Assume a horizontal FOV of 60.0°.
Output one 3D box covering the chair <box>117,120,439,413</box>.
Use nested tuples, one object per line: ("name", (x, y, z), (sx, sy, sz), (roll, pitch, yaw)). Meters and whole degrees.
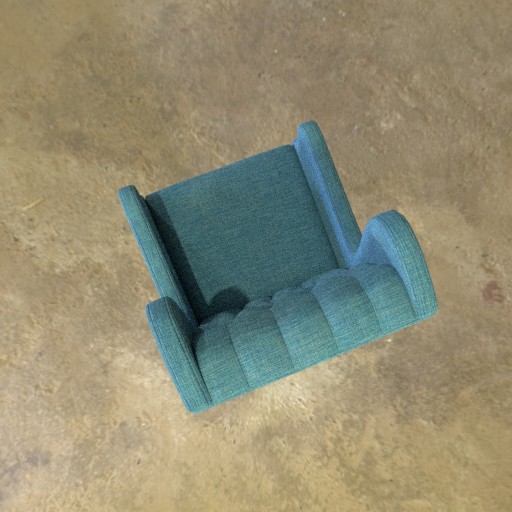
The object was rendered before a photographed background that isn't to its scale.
("chair", (0.000, 0.000, 1.507), (0.711, 0.952, 0.775), (-21, 77, -5))
